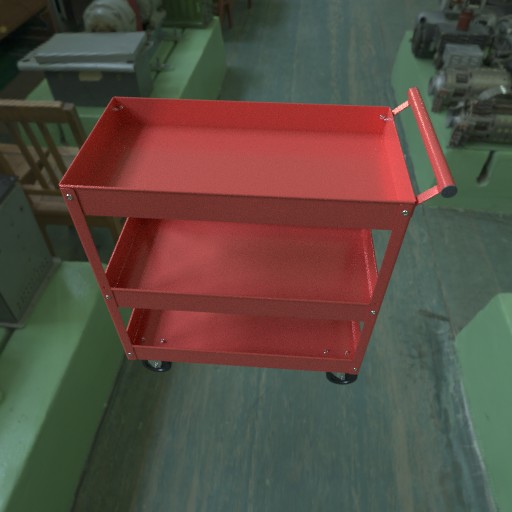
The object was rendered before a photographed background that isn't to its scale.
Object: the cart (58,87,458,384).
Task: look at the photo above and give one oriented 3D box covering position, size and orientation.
[{"bbox_3d":[0.000,0.000,1.176,0.719,0.780,0.366,3,46,3],"label":"cart"}]
